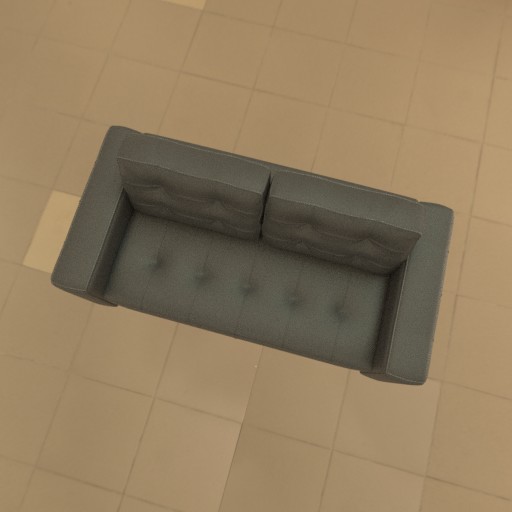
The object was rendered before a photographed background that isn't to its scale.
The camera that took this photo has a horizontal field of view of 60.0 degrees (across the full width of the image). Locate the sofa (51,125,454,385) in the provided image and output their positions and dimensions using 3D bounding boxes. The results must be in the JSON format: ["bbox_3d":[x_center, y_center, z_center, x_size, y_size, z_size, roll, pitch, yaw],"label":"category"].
[{"bbox_3d":[0.000,0.000,2.185,1.726,0.893,0.833,15,76,4],"label":"sofa"}]
